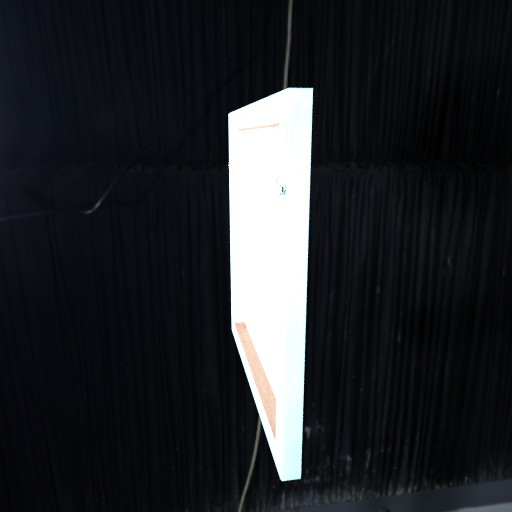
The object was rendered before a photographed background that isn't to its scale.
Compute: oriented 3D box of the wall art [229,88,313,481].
[{"bbox_3d":[0.000,0.000,1.656,0.070,1.073,1.071,-3,15,-10],"label":"wall art"}]
